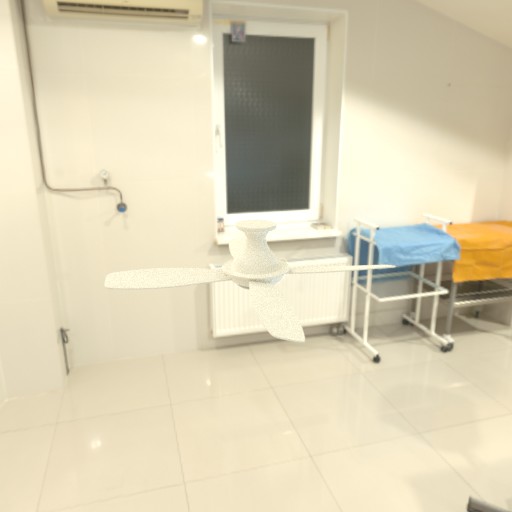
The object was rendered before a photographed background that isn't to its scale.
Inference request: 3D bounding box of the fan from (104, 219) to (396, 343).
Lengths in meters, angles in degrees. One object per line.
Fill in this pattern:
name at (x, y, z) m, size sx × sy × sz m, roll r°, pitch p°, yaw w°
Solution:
fan at (0.000, 0.000, 2.556) m, size 1.693 × 0.382 × 1.694 m, roll -3°, pitch 17°, yaw -9°
